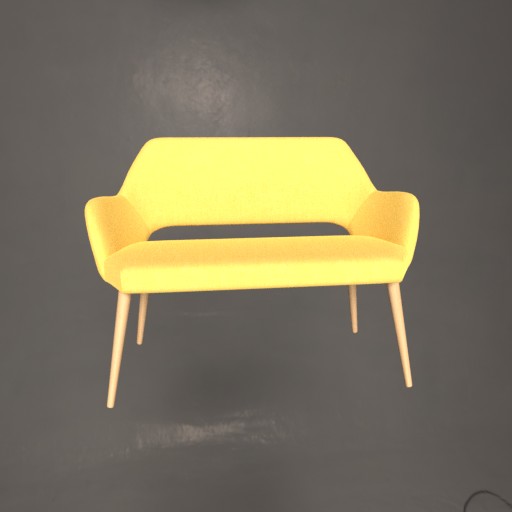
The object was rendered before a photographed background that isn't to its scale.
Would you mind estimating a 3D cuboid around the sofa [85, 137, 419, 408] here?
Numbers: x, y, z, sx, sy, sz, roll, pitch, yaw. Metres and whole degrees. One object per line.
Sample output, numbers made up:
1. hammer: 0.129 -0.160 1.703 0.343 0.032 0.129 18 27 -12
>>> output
1. sofa: 0.000 0.000 1.647 1.150 0.840 0.610 -2 16 -6
